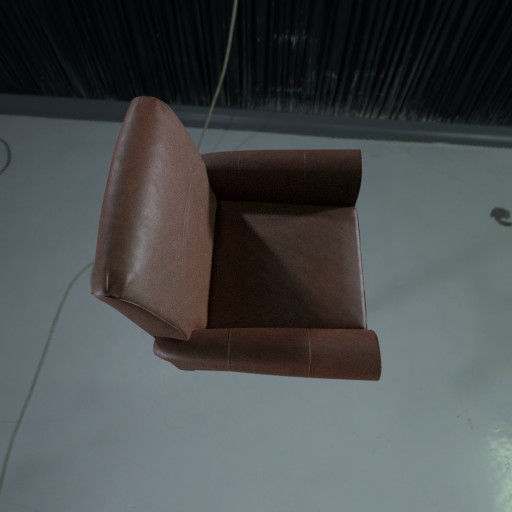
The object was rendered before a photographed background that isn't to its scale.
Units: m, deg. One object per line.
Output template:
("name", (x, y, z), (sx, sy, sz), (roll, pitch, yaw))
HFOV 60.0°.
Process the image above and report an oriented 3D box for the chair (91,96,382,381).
("chair", (0.000, 0.000, 1.781), (0.902, 1.061, 0.978), (2, 64, 1))
